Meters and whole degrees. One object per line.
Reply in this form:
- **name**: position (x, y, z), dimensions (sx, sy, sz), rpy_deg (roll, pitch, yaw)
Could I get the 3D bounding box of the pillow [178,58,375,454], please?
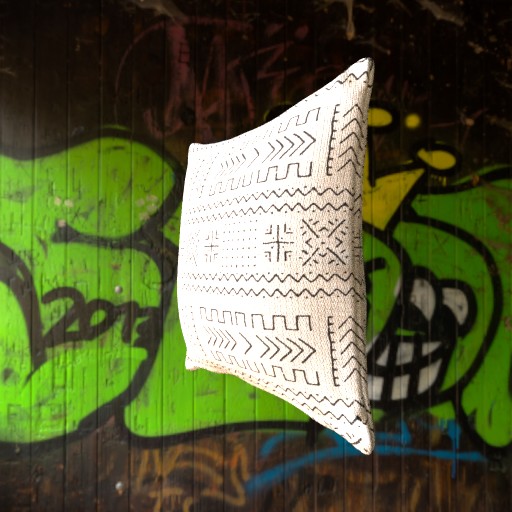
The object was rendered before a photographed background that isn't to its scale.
- **pillow**: position (0.000, 0.000, 0.654), dimensions (0.164, 0.430, 0.438), rpy_deg (0, -1, -35)
